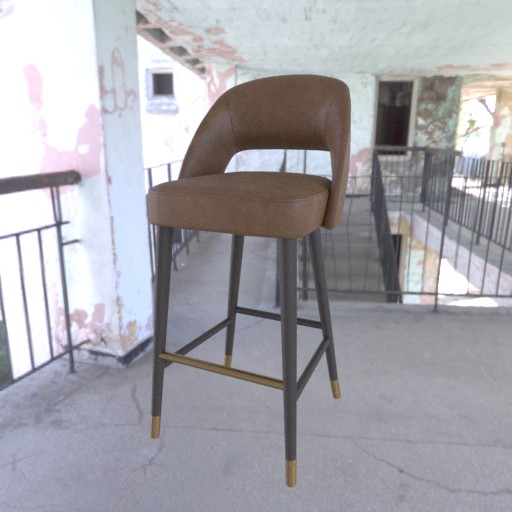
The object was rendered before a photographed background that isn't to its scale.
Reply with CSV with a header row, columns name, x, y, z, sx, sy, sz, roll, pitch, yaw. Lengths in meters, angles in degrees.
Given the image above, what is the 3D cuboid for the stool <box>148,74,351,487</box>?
name,x,y,z,sx,sy,sz,roll,pitch,yaw
stool,0.000,0.000,1.289,0.494,1.037,0.509,7,17,25
